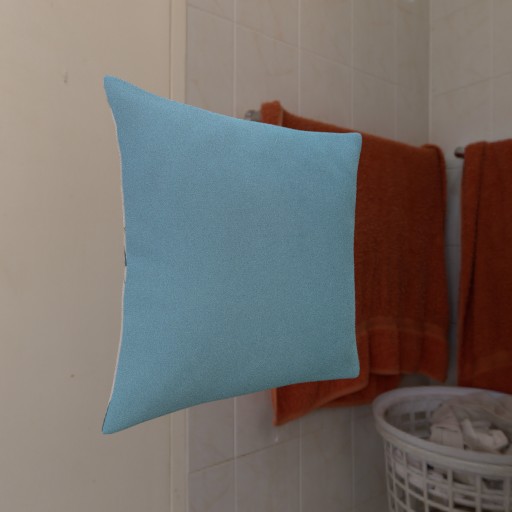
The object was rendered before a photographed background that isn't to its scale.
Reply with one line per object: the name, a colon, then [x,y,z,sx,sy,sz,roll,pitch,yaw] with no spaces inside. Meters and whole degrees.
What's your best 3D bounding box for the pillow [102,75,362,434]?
pillow: [0.000,0.000,0.773,0.526,0.507,0.166,0,0,-35]
